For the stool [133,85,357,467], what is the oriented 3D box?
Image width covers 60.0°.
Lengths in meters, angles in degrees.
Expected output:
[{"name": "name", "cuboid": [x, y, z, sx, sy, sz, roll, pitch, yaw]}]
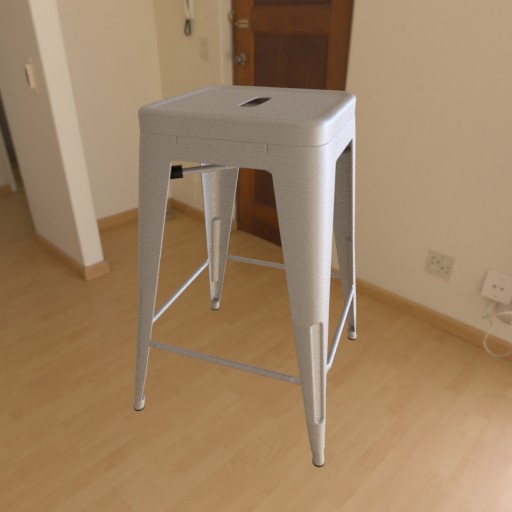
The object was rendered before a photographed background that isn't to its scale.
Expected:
[{"name": "stool", "cuboid": [0.000, 0.000, 0.899, 0.410, 0.608, 0.410, 10, 30, 17]}]
